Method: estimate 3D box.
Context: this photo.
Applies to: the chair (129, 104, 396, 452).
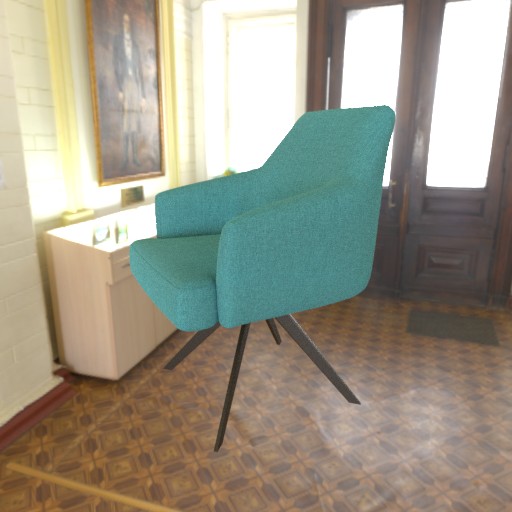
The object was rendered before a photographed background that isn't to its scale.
[{"bbox_3d":[0.000,0.000,1.351,0.677,0.874,0.642,-7,16,-26],"label":"chair"}]
